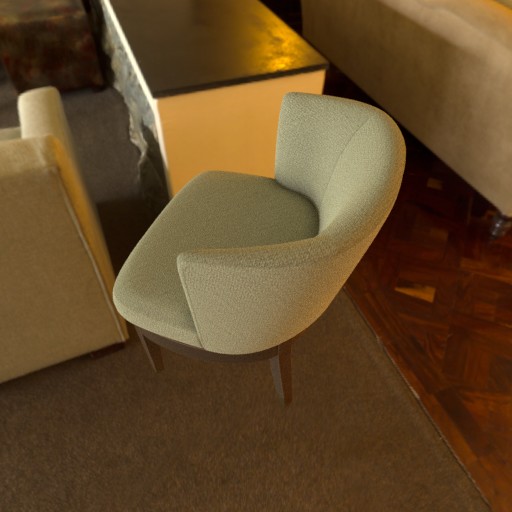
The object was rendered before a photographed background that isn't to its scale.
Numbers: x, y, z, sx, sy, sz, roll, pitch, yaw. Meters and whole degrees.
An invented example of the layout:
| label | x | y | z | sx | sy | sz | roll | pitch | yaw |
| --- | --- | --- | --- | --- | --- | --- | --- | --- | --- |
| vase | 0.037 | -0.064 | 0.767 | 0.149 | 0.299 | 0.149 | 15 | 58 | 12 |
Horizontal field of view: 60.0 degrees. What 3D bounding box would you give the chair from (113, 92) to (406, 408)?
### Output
| label | x | y | z | sx | sy | sz | roll | pitch | yaw |
| --- | --- | --- | --- | --- | --- | --- | --- | --- | --- |
| chair | 0.000 | 0.000 | 1.280 | 0.660 | 0.760 | 0.700 | 15 | 48 | 14 |
